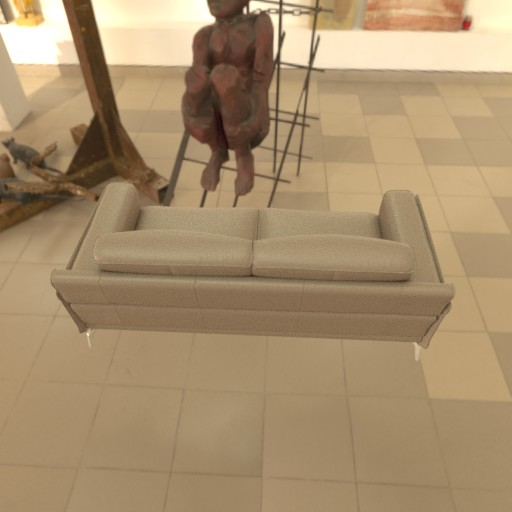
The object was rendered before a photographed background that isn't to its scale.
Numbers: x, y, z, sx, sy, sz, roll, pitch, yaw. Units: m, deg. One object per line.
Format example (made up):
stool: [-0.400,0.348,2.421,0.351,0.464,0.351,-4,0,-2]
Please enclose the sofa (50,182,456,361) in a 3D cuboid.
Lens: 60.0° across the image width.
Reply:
sofa: [0.000,0.000,2.680,2.101,0.930,1.049,2,46,2]
